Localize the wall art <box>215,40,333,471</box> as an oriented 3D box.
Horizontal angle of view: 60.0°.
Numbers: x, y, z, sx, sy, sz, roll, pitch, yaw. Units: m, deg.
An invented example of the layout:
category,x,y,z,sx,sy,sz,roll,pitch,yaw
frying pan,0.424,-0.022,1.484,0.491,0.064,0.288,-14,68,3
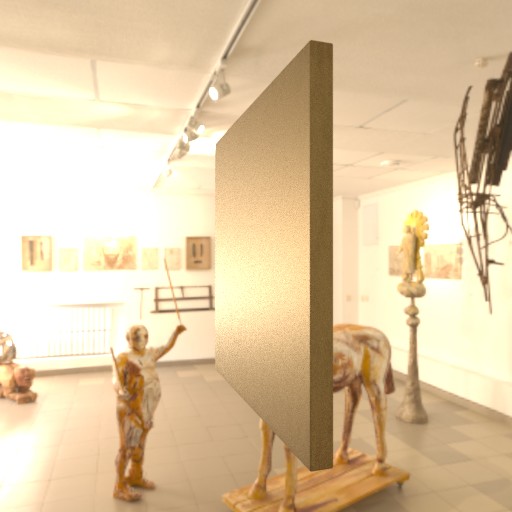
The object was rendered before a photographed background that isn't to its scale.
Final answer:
category,x,y,z,sx,sy,sz,roll,pitch,yaw
wall art,0.000,0.000,0.762,0.030,0.506,0.503,0,0,-18
